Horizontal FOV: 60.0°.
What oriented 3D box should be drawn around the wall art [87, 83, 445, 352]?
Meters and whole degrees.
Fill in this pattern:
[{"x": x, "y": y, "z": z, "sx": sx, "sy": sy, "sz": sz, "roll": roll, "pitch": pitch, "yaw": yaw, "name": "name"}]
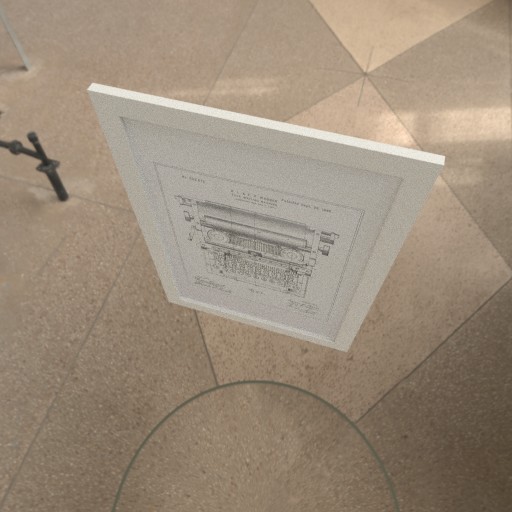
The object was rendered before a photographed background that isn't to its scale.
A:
[{"x": 0.000, "y": 0.000, "z": 0.684, "sx": 0.381, "sy": 0.533, "sz": 0.013, "roll": 14, "pitch": 60, "yaw": 9, "name": "wall art"}]
